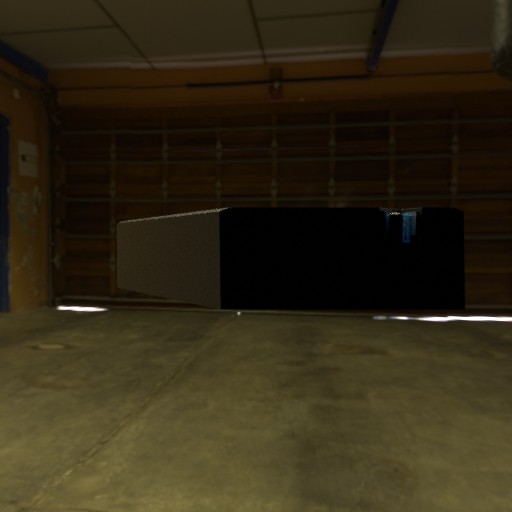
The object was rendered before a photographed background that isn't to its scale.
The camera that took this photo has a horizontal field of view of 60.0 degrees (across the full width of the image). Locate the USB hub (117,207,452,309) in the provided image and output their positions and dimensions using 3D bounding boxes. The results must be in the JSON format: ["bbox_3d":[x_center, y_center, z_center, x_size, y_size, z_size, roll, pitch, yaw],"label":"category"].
[{"bbox_3d":[0.000,0.000,0.126,0.044,0.023,0.110,-1,1,-37],"label":"USB hub"}]
